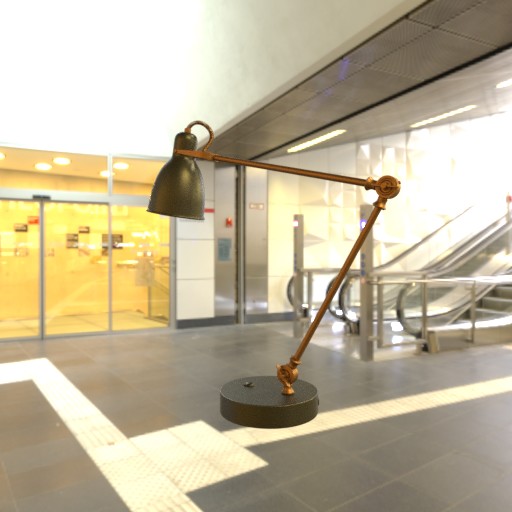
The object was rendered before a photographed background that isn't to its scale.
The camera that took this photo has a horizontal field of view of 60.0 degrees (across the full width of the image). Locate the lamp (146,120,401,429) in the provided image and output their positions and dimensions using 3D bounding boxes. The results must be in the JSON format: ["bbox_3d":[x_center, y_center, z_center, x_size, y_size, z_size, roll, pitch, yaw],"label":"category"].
[{"bbox_3d":[0.000,0.000,0.861,0.561,0.587,0.187,0,1,35],"label":"lamp"}]
